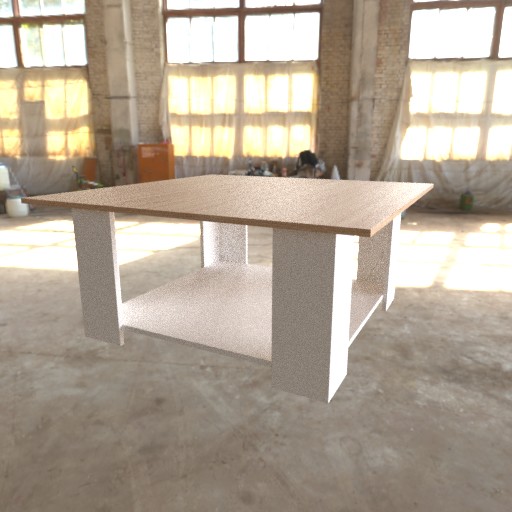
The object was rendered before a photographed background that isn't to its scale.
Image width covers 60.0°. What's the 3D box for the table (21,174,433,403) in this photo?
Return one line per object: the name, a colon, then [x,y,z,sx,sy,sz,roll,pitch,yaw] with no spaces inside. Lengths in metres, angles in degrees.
table: [0.000,0.000,1.027,0.670,0.305,0.670,7,16,26]
